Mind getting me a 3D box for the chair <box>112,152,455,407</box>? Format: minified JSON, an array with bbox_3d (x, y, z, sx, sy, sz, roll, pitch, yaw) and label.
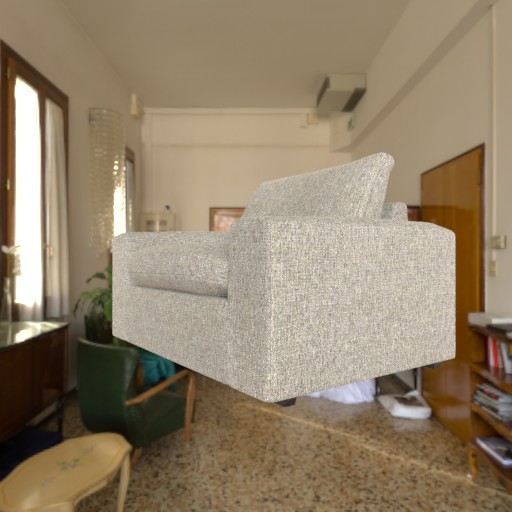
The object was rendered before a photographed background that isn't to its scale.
[{"bbox_3d":[0.000,0.000,2.097,1.039,0.915,1.398,0,0,-36],"label":"chair"}]
